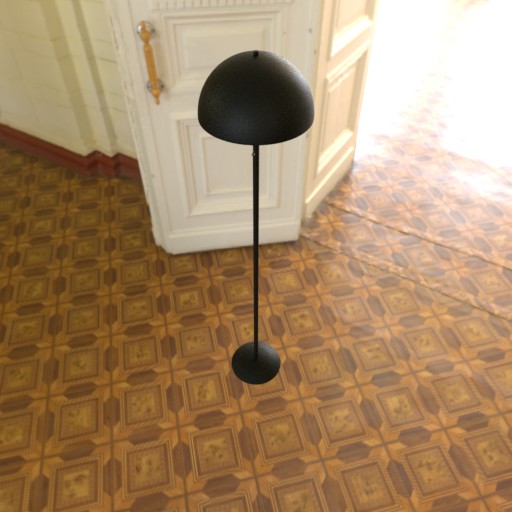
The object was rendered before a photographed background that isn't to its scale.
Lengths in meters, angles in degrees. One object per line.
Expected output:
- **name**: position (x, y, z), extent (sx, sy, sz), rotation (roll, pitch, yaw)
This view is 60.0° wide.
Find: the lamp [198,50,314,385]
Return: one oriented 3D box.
- **lamp**: position (0.000, 0.000, 1.654), extent (0.328, 1.480, 0.328), rotation (-10, 46, -10)
